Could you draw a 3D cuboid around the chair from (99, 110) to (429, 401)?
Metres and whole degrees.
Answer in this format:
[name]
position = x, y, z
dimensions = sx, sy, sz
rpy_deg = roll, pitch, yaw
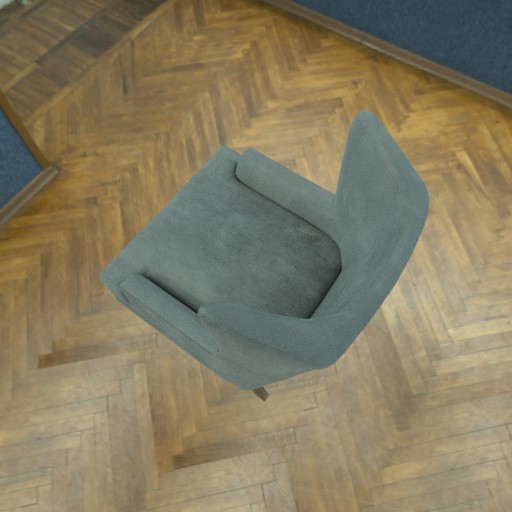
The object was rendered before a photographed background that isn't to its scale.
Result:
[chair]
position = 0.000, 0.000, 1.607
dimensions = 0.906, 0.950, 0.784
rpy_deg = 33, 68, 15
